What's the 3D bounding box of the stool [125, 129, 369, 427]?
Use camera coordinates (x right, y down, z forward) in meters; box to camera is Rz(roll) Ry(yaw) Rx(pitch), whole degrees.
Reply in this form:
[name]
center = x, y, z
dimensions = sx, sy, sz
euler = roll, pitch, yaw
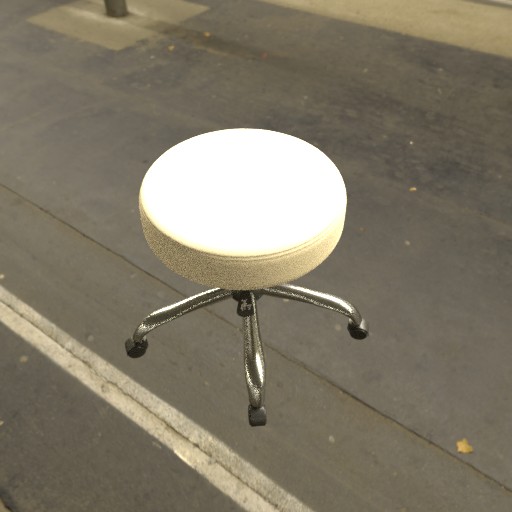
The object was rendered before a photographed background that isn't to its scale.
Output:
[stool]
center = 0.000, 0.000, 1.064
dimensions = 0.614, 0.482, 0.634
euler = 10, 47, 9
